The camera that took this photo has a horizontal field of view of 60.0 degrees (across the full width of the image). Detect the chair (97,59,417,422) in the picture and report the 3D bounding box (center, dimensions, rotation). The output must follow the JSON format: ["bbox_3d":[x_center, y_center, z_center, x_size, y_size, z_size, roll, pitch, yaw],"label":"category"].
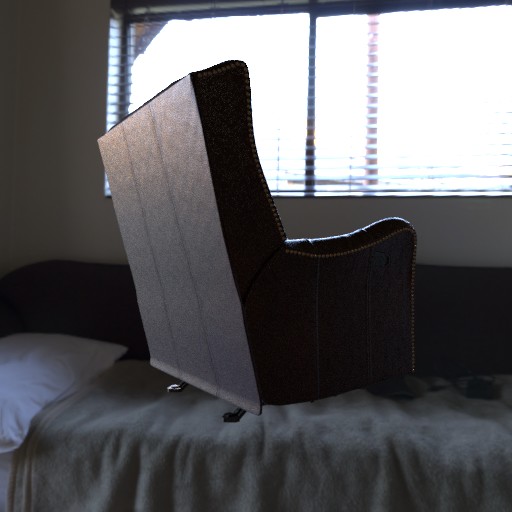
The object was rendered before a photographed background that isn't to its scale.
[{"bbox_3d":[0.000,0.000,1.766,1.008,1.084,0.869,0,-1,-36],"label":"chair"}]
